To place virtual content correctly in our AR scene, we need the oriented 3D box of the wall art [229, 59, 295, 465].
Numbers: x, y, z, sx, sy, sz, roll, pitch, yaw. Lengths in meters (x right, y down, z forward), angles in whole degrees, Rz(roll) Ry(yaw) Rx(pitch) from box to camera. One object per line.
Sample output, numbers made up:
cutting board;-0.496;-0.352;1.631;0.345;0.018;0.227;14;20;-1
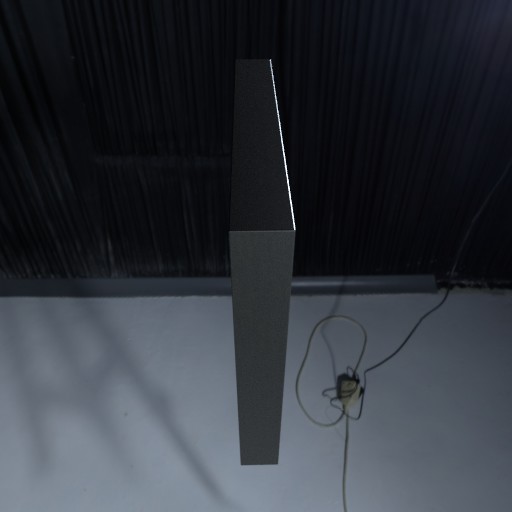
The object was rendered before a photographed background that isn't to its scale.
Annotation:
wall art;0.000;0.000;0.468;0.038;0.304;0.304;-1;41;-1
